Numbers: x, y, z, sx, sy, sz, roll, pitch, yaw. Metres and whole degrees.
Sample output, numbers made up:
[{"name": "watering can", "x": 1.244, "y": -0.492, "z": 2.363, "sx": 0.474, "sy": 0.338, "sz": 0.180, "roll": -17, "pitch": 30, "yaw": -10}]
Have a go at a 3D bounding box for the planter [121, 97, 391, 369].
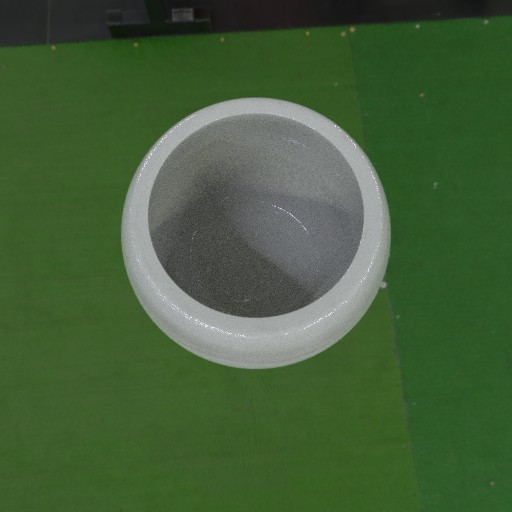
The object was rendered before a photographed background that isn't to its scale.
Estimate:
[{"name": "planter", "x": 0.000, "y": 0.000, "z": 0.450, "sx": 0.222, "sy": 0.278, "sz": 0.222, "roll": 0, "pitch": 76, "yaw": 0}]
